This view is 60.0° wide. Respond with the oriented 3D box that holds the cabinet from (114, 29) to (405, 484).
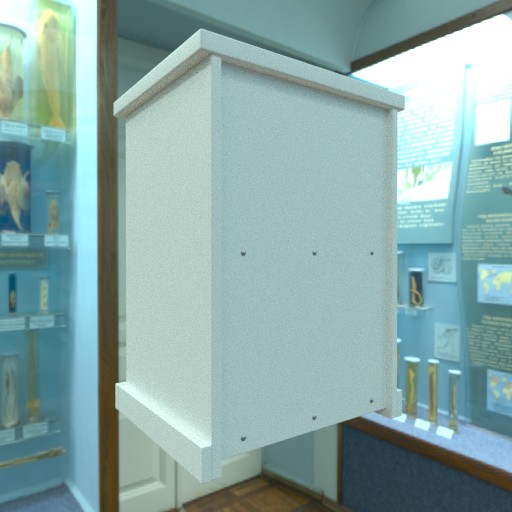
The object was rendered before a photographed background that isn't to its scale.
[{"bbox_3d":[0.000,0.000,1.024,0.520,0.723,0.431,0,1,-36],"label":"cabinet"}]
